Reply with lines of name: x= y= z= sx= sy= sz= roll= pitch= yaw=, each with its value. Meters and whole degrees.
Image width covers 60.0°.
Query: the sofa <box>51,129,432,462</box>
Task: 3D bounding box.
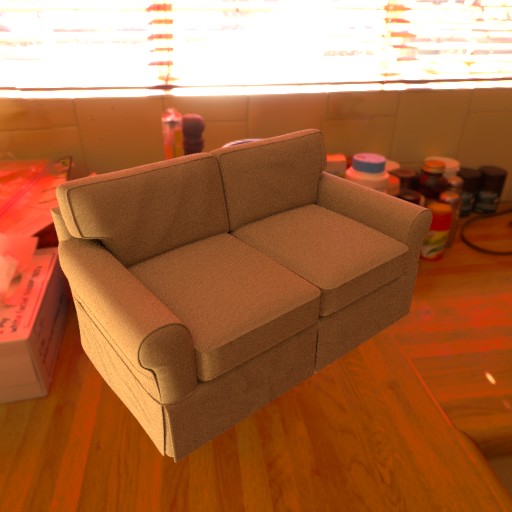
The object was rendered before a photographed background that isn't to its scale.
sofa: x=0.000 y=0.000 z=2.298 sx=1.727 sy=0.940 sz=0.991 roll=-22 pitch=36 yaw=-33
